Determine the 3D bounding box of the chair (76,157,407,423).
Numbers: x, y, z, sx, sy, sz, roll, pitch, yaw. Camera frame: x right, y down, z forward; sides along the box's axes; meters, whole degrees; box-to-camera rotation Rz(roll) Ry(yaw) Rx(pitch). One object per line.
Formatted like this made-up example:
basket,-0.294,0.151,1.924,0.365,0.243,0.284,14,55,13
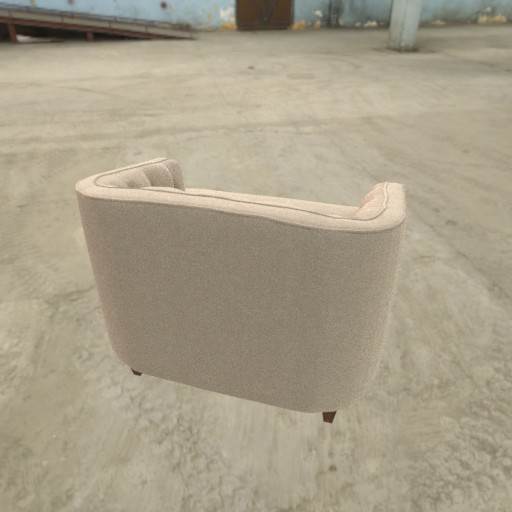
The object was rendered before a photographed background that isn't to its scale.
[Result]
chair,0.000,0.000,1.785,1.104,0.852,0.941,9,33,14
